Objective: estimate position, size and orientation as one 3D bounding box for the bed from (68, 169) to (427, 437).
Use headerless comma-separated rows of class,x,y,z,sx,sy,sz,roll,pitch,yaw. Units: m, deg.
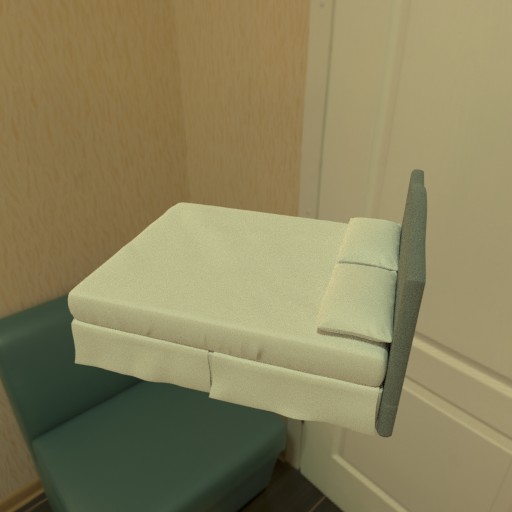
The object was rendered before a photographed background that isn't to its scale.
bed,0.000,0.000,4.019,2.689,1.457,2.161,9,31,16
